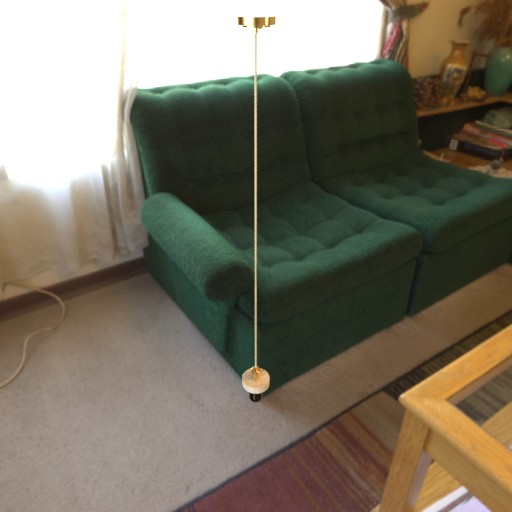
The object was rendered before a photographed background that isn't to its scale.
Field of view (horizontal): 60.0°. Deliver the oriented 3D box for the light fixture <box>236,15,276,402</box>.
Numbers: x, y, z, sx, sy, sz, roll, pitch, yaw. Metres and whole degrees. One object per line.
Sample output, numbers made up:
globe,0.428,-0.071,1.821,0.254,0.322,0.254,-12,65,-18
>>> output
light fixture,0.000,0.000,1.750,0.129,1.669,0.129,23,38,33
